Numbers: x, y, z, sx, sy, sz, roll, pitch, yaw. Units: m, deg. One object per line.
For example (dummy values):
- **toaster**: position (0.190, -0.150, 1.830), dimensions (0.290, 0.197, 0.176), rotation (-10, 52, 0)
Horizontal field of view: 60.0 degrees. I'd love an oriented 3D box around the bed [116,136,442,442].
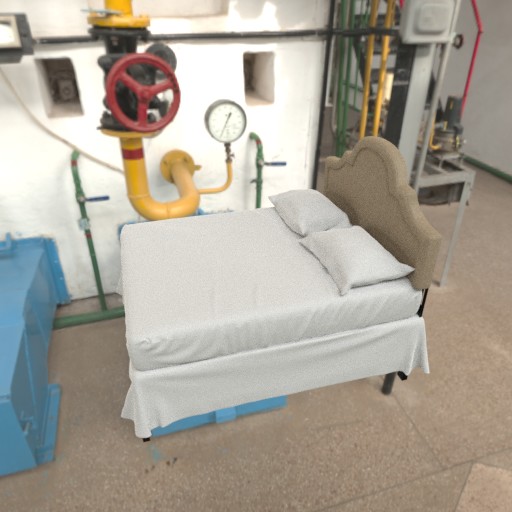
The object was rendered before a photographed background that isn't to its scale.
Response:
- **bed**: position (0.000, 0.000, 3.369), dimensions (2.222, 1.634, 1.780), rotation (-8, 32, -14)
